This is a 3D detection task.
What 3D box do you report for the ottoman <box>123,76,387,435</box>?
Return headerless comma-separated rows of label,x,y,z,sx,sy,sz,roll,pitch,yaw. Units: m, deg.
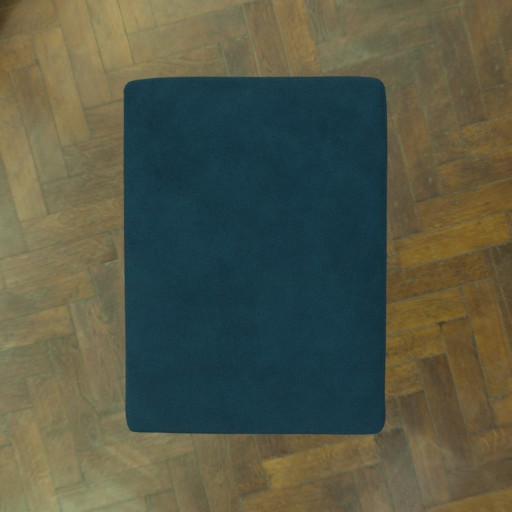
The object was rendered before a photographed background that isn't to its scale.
ottoman,0.000,0.000,1.134,0.572,0.503,0.773,0,91,0
